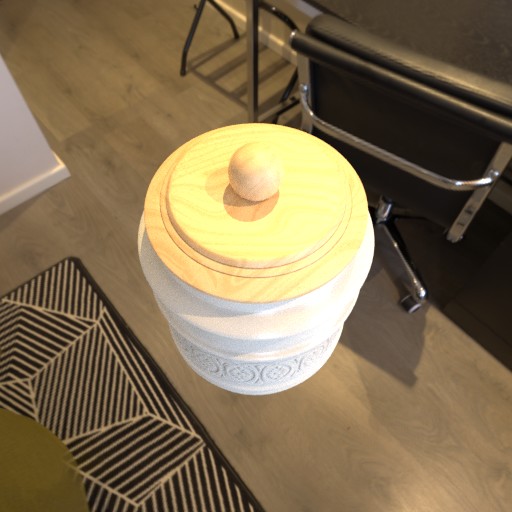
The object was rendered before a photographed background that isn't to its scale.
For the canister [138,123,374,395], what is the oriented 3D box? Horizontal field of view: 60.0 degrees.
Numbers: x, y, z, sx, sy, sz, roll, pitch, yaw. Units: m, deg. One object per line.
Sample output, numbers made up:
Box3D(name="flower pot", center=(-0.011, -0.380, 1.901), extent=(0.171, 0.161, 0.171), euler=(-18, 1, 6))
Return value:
Box3D(name="canister", center=(0.000, 0.000, 0.270), extent=(0.130, 0.176, 0.130), euler=(0, 59, 0))
